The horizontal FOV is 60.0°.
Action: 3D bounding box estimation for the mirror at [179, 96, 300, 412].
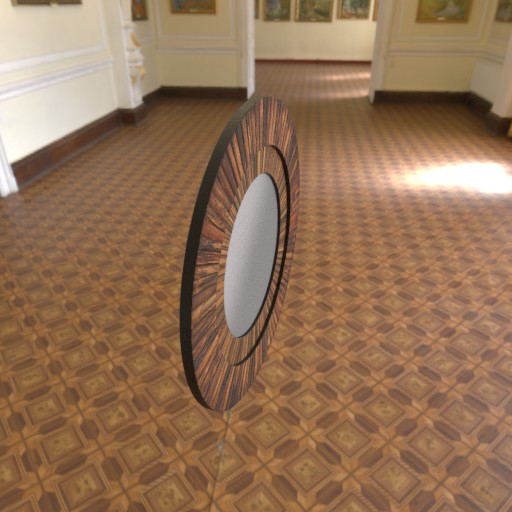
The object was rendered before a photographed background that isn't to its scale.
[{"bbox_3d":[0.000,0.000,1.584,0.036,1.077,1.077,10,31,17],"label":"mirror"}]
